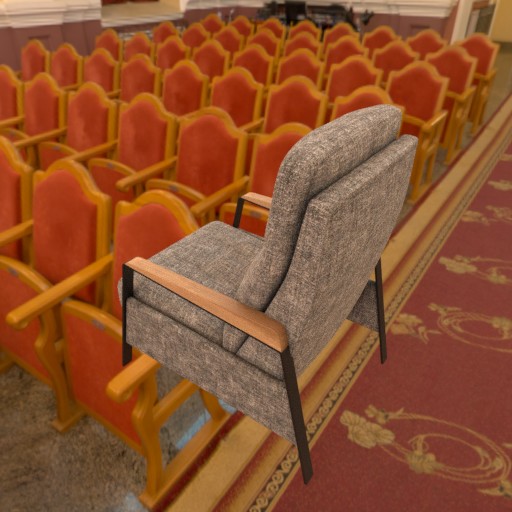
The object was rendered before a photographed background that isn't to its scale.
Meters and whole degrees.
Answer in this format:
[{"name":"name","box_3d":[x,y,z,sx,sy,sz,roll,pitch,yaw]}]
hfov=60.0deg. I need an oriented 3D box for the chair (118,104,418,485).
[{"name":"chair","box_3d":[0.000,0.000,1.555,0.868,1.042,0.671,21,38,29]}]
